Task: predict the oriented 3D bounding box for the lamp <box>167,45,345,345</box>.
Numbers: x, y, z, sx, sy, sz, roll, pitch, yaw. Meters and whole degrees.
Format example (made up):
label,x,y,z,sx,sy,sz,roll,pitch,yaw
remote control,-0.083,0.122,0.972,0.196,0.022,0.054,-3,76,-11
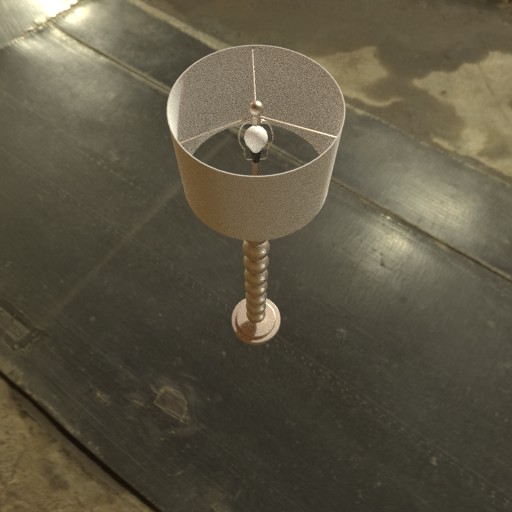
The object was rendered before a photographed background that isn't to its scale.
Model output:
label,x,y,z,sx,sy,sz,roll,pitch,yaw
lamp,0.000,0.000,1.624,0.394,1.474,0.394,-2,63,-1
